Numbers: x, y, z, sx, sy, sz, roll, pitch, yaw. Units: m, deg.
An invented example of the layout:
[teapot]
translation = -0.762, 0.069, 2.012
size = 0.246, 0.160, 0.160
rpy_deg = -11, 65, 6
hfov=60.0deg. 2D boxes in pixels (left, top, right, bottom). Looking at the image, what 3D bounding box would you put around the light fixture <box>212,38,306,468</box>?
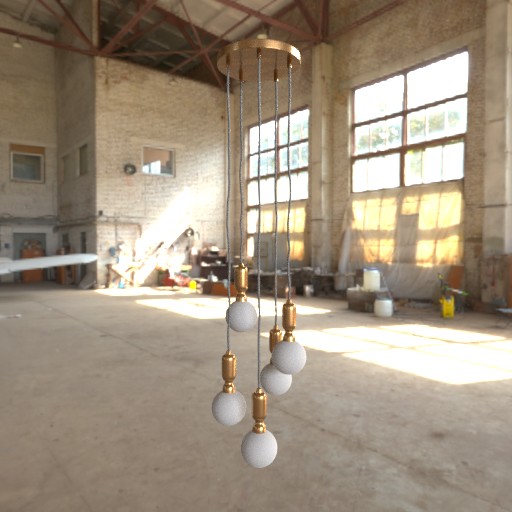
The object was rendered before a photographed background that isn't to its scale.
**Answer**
[light fixture]
translation = 0.000, 0.000, 0.515
size = 0.105, 0.457, 0.108
rpy_deg = 0, 1, -18
